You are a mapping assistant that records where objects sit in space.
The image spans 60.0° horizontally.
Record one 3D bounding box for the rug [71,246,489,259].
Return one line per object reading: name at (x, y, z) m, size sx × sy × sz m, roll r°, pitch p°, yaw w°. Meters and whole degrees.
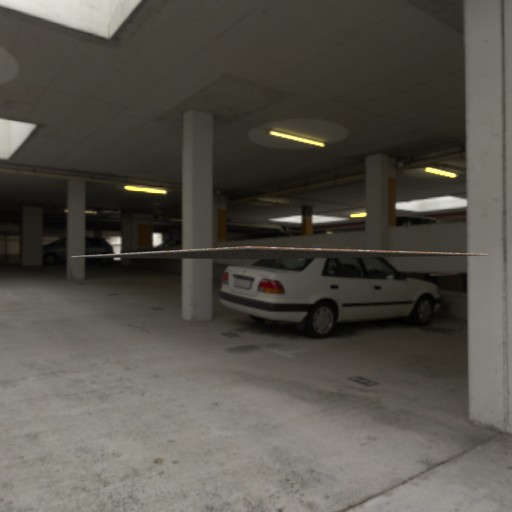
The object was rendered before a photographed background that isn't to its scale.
rug at (0.000, 0.000, 4.061) m, size 2.441 × 0.011 × 3.050 m, roll 1°, pitch -2°, yaw -37°
